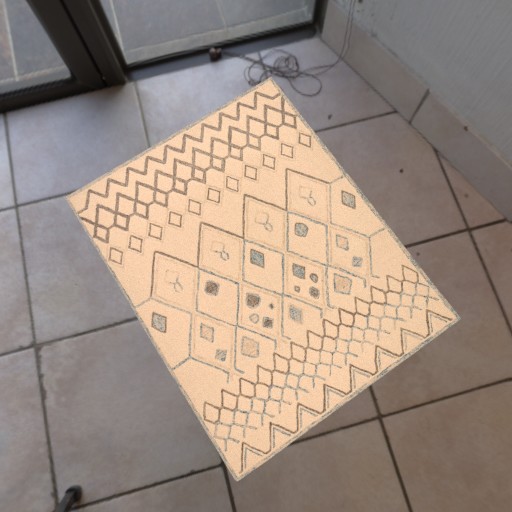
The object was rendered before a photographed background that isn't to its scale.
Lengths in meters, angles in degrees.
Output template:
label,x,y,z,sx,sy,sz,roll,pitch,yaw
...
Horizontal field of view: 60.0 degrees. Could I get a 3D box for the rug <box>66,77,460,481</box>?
label,x,y,z,sx,sy,sz,roll,pitch,yaw
rug,0.000,0.000,4.176,2.441,0.013,3.056,-33,78,-8
